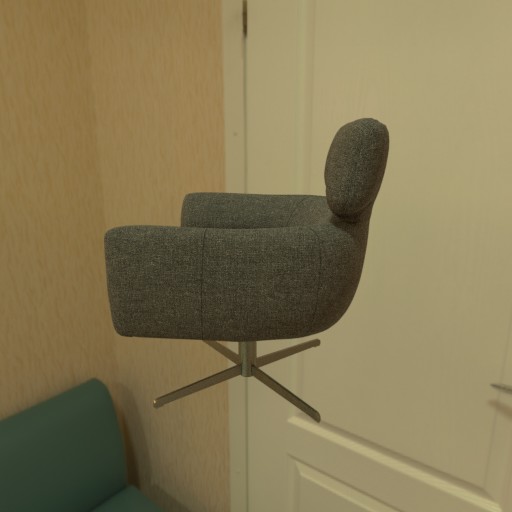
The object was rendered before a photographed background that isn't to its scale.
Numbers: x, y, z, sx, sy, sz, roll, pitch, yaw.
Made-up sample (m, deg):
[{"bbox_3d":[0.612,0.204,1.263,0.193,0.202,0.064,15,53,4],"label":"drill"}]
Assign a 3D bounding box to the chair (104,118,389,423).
[{"bbox_3d":[0.000,0.000,1.370,0.715,0.812,0.706,2,16,8],"label":"chair"}]
